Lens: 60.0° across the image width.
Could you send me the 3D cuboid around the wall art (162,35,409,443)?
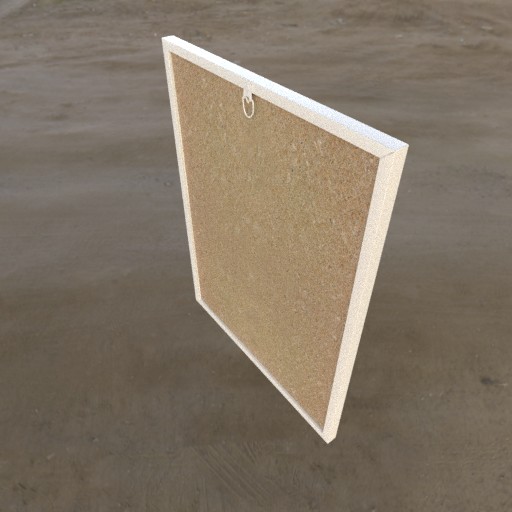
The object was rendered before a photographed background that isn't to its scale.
[{"bbox_3d":[0.000,0.000,1.338,0.042,1.056,0.805,-27,48,-27],"label":"wall art"}]
